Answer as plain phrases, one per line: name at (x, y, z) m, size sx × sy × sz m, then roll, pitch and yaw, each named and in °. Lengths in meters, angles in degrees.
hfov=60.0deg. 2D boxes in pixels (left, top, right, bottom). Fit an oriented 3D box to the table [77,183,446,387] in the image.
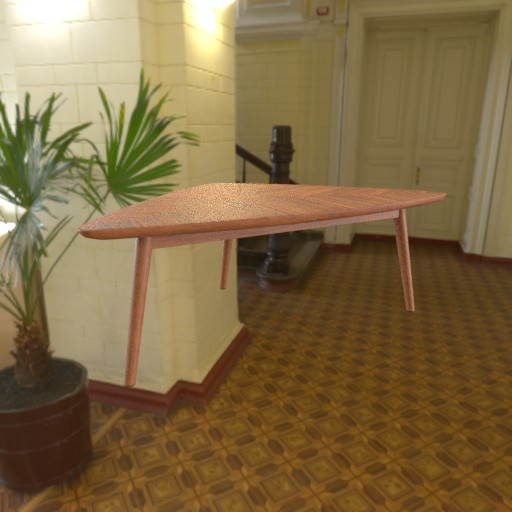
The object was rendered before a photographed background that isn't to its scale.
table at (0.000, 0.000, 1.309) m, size 1.008 × 0.365 × 0.601 m, roll -9°, pitch 19°, yaw -27°
